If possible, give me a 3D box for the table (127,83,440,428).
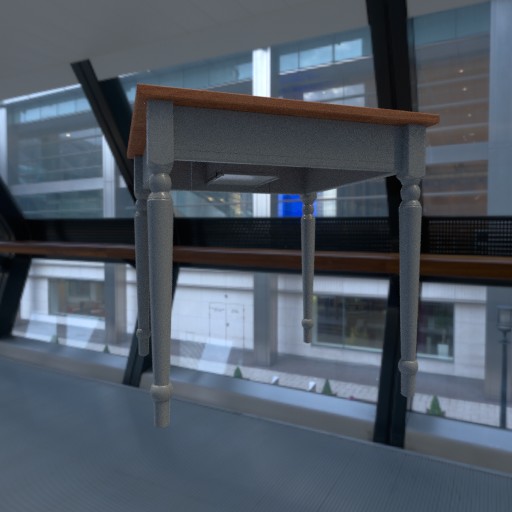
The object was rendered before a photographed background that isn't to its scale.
[{"bbox_3d":[0.000,0.000,1.385,0.747,0.738,0.747,-1,2,-18],"label":"table"}]
